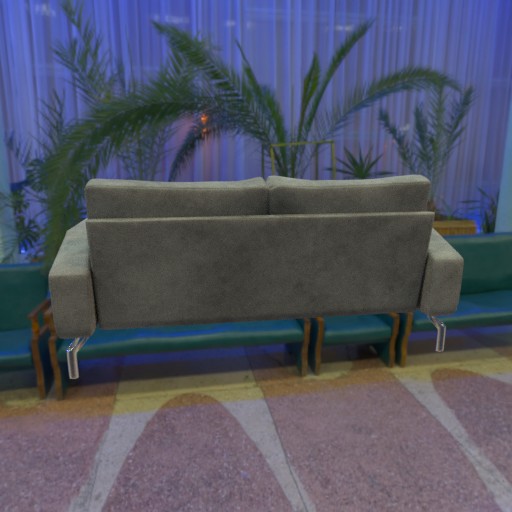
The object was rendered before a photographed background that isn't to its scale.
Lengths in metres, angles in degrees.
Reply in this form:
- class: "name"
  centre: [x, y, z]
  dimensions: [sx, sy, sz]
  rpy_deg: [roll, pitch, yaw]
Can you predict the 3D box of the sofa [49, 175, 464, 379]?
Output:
- class: "sofa"
  centre: [0.000, 0.000, 2.333]
  dimensions: [1.837, 0.859, 0.849]
  rpy_deg: [-2, 14, -9]
